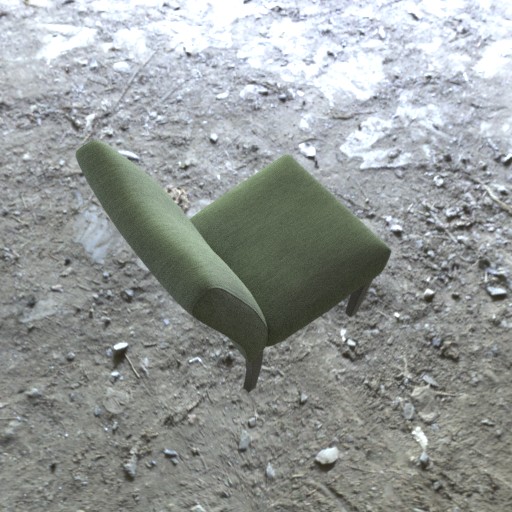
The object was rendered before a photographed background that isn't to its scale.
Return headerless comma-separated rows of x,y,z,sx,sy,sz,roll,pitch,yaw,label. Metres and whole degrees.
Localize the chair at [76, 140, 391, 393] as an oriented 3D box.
0.000,0.000,1.266,0.629,0.884,0.487,-33,65,-18,chair
